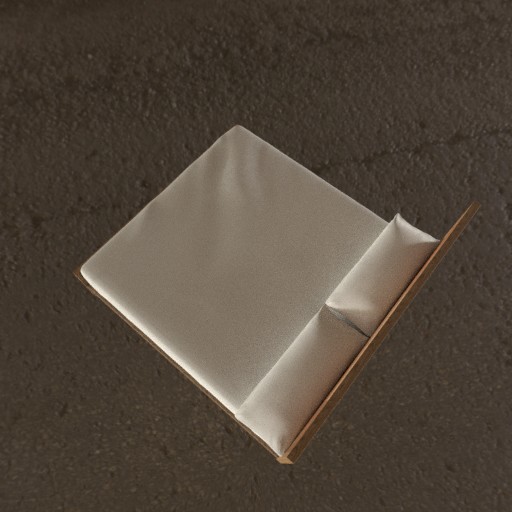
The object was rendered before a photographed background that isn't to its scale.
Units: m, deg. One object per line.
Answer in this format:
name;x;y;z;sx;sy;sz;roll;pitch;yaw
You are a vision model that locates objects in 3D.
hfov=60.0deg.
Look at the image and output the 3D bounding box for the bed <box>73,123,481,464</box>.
bed;0.000;0.000;3.470;2.184;1.295;2.013;37;70;16
